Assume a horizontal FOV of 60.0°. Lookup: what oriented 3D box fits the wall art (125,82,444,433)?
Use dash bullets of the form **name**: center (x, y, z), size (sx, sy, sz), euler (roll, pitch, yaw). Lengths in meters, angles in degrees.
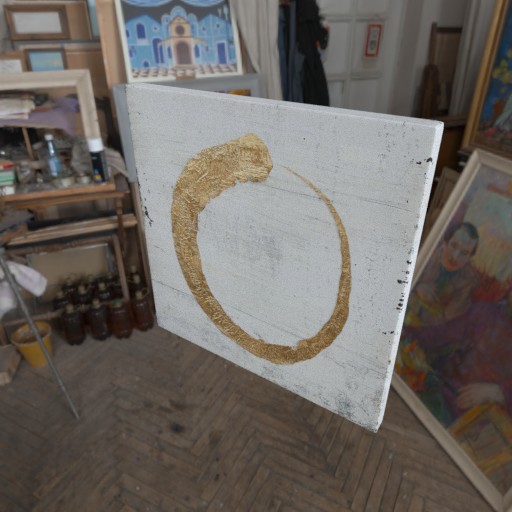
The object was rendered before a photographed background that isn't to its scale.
- **wall art**: center (0.000, 0.000, 0.901), size (0.610, 0.611, 0.040), euler (19, 35, 29)
